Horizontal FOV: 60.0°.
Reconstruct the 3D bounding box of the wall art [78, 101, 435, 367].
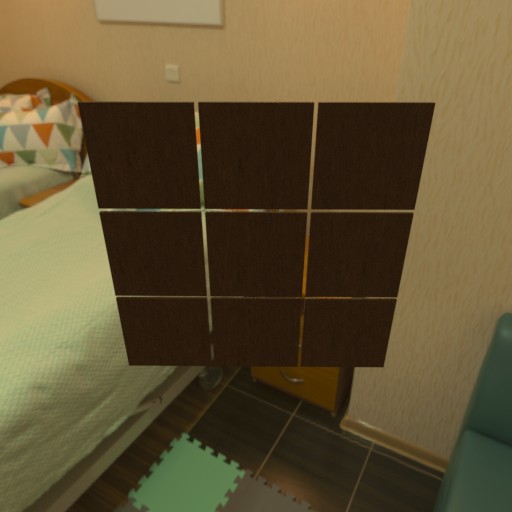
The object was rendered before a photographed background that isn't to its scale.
[{"bbox_3d":[0.000,0.000,1.815,1.215,1.213,0.013,0,30,0],"label":"wall art"}]
